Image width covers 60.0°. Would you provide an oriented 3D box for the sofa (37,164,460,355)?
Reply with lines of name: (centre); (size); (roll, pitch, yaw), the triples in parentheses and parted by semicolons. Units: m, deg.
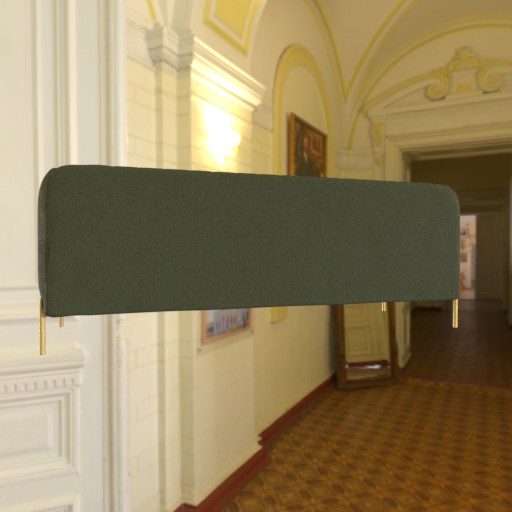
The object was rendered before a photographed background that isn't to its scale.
sofa: (0.000, 0.000, 2.499); (2.137, 0.793, 0.896); (0, 1, -18)
